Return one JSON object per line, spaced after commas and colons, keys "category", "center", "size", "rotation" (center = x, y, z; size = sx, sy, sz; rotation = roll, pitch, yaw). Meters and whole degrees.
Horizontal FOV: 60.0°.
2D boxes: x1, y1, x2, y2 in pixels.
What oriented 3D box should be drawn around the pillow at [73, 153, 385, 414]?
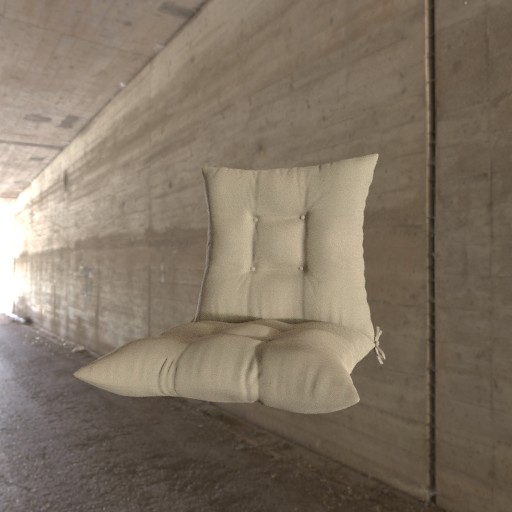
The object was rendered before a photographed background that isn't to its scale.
{"category": "pillow", "center": [0.000, 0.000, 0.989], "size": [0.541, 0.536, 0.585], "rotation": [0, -1, 18]}
